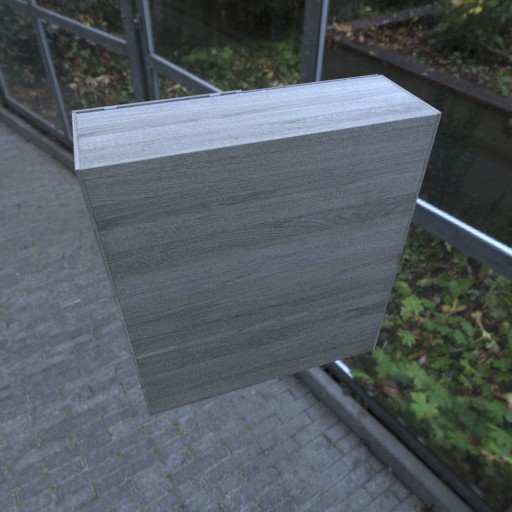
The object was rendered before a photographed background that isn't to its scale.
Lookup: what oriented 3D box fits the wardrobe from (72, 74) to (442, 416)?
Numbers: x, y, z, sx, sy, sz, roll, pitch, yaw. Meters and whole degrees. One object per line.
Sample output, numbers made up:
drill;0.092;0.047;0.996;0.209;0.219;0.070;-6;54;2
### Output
wardrobe;0.000;0.000;2.899;1.780;1.960;0.629;-12;43;-14
